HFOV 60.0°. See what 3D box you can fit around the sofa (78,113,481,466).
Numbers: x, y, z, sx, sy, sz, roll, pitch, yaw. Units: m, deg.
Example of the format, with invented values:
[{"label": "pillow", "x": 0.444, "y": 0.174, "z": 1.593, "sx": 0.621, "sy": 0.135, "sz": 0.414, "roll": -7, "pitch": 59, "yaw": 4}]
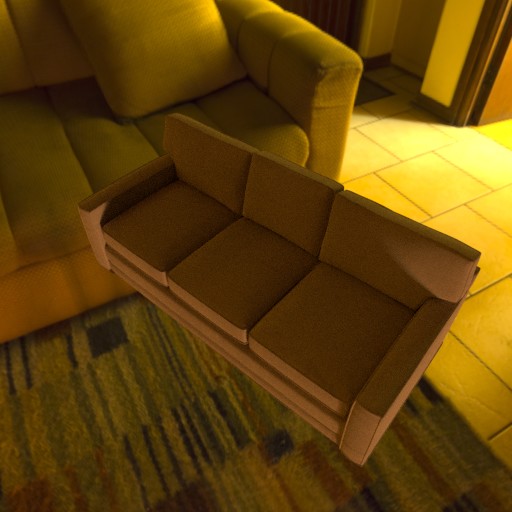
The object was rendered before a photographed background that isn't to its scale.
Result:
[{"label": "sofa", "x": 0.000, "y": 0.000, "z": 2.538, "sx": 2.093, "sy": 0.862, "sz": 0.936, "roll": 31, "pitch": 53, "yaw": 27}]
